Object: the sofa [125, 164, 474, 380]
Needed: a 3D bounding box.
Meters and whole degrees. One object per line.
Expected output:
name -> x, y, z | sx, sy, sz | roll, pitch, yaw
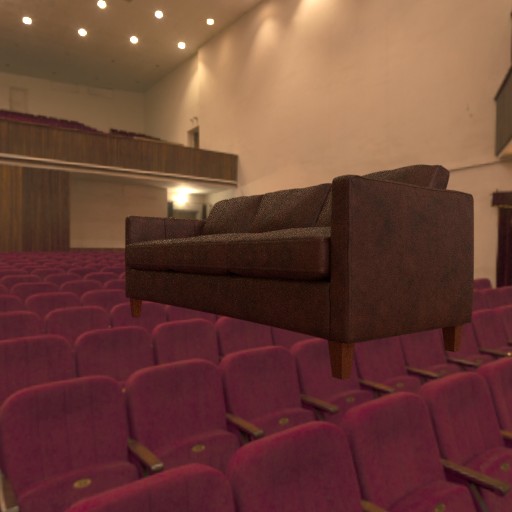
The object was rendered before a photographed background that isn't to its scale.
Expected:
sofa -> 0.000, 0.000, 2.973 | 1.045, 1.006, 2.464 | 0, 0, -37
